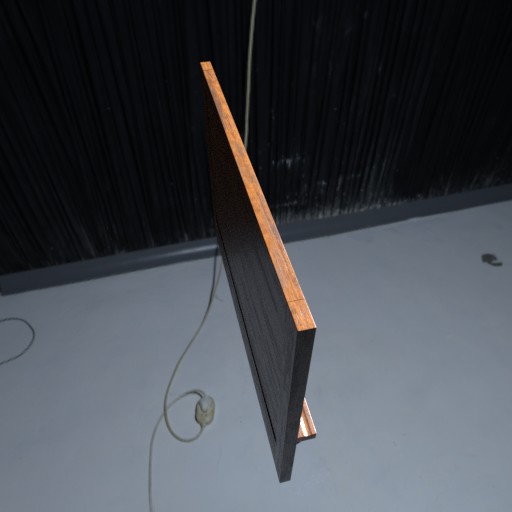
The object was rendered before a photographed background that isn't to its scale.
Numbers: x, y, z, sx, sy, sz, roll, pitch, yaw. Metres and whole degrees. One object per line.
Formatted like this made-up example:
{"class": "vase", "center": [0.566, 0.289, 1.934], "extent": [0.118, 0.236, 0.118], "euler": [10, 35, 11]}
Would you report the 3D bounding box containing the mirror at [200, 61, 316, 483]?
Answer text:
{"class": "mirror", "center": [0.000, 0.000, 0.962], "extent": [0.084, 0.537, 0.758], "euler": [-10, 47, -9]}
